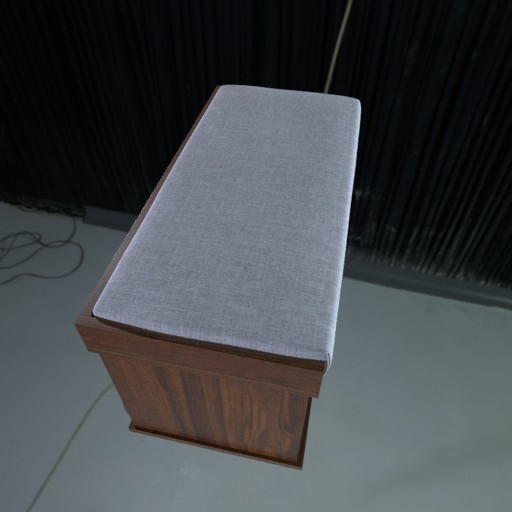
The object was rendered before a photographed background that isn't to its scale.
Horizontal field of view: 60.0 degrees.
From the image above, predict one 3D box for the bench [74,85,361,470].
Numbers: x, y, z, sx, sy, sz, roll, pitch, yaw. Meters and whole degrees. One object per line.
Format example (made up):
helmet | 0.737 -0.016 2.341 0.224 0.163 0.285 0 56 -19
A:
bench | 0.000 0.000 0.986 0.362 0.461 0.734 9 47 8
